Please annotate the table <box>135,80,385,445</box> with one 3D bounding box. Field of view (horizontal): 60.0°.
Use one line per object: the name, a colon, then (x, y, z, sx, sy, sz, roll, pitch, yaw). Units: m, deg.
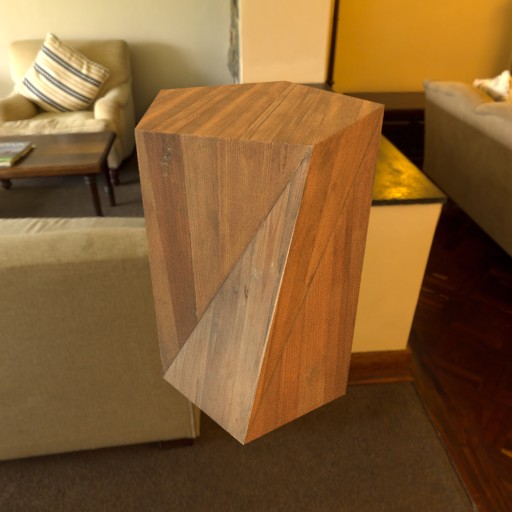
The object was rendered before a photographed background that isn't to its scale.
table: (0.000, 0.000, 0.913, 0.441, 0.604, 0.425, 21, 38, 30)
